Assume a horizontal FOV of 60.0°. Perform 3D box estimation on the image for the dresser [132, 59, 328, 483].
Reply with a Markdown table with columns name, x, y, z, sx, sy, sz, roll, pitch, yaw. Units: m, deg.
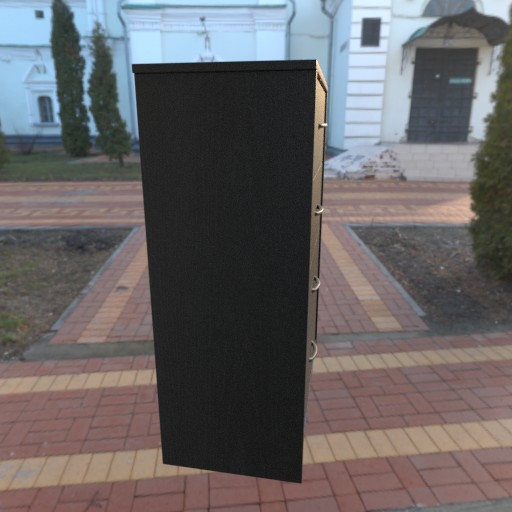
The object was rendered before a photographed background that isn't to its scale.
| name | x | y | z | sx | sy | sz | roll | pitch | yaw |
| --- | --- | --- | --- | --- | --- | --- | --- | --- | --- |
| dresser | 0.000 | 0.000 | 1.363 | 0.398 | 1.020 | 0.700 | 3 | 17 | 10 |
